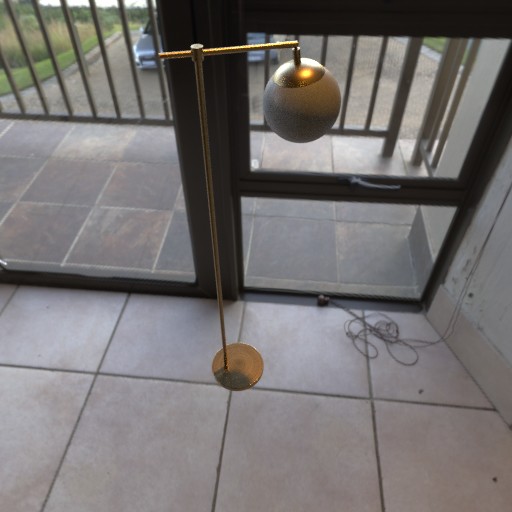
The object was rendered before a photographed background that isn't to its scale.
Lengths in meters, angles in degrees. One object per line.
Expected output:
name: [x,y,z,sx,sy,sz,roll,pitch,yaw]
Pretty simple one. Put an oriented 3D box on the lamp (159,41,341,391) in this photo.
lamp: [0.000,0.000,1.623,0.476,1.505,0.249,-9,46,-9]
